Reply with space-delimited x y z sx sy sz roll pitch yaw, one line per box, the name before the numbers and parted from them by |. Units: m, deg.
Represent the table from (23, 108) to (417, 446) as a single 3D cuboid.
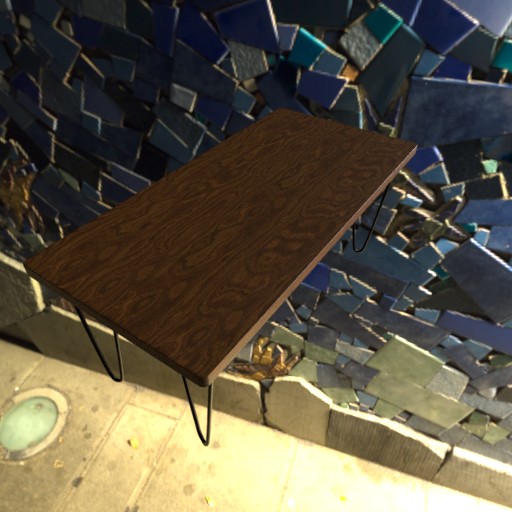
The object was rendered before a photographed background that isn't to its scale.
table | 0.000 0.000 2.250 0.883 0.753 1.791 24 46 26
